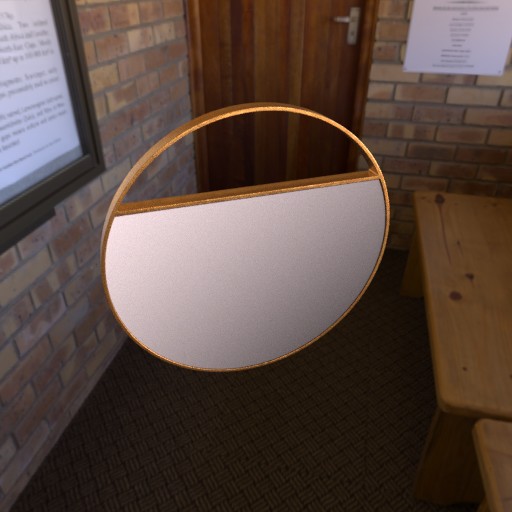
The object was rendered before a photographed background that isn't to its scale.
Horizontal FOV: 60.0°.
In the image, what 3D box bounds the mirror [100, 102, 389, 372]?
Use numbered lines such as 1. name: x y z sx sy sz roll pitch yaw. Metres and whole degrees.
1. mirror: 0.000 0.000 0.853 0.565 0.565 0.032 -10 33 -16
